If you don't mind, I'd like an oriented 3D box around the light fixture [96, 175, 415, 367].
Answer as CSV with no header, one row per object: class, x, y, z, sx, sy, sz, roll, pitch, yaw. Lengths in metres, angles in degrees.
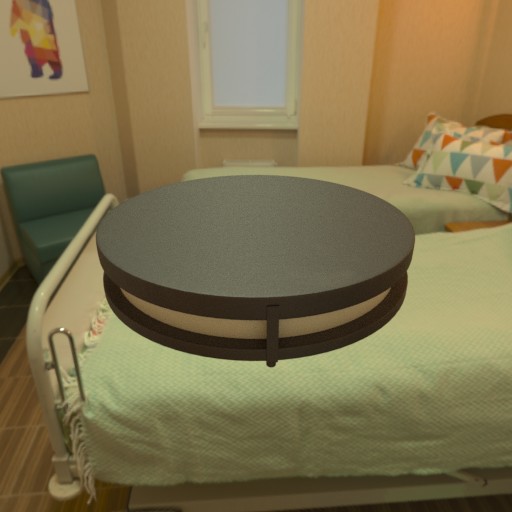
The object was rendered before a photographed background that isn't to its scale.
light fixture,0.000,0.000,0.538,0.356,0.102,0.356,0,26,0
